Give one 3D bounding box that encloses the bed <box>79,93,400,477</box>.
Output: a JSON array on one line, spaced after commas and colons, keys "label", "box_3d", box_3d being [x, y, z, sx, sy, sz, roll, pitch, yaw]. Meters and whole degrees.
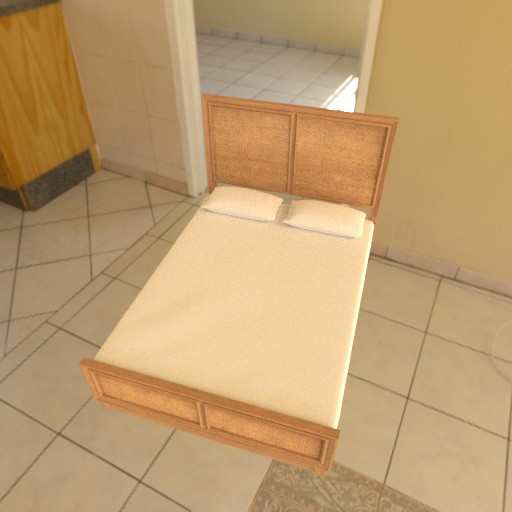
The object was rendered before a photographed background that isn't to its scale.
[{"label": "bed", "box_3d": [0.000, 0.000, 3.217, 1.606, 1.387, 2.184, 12, 43, 13]}]
